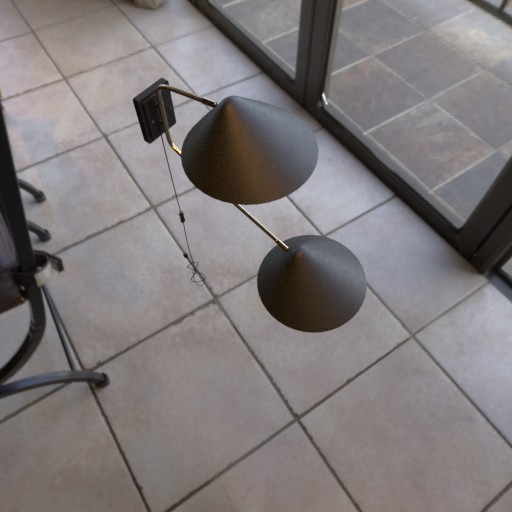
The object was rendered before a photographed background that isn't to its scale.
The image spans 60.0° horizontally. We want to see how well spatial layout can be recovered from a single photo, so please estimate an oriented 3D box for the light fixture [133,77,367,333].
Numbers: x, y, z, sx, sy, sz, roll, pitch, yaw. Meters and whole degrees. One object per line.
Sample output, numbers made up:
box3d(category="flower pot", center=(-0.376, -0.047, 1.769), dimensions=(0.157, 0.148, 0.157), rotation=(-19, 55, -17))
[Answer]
box3d(category="light fixture", center=(0.000, 0.000, 0.822), dimensions=(0.422, 0.665, 0.189), rotation=(34, 64, 18))
